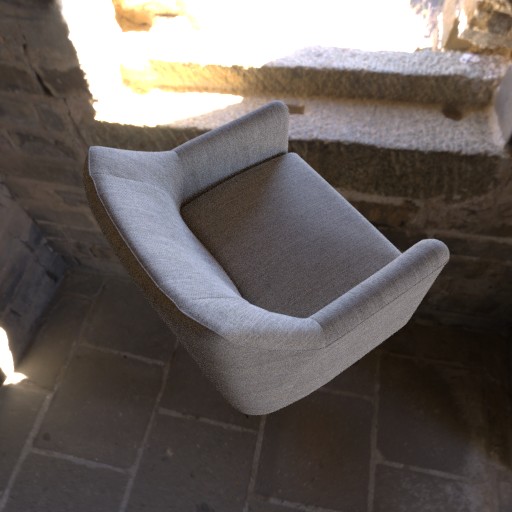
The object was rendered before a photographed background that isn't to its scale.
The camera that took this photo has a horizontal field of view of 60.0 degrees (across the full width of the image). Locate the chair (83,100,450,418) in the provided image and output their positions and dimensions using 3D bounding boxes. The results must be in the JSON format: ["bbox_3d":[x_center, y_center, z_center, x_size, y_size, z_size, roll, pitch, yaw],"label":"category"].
[{"bbox_3d":[0.000,0.000,1.382,0.758,0.761,0.796,-30,62,-18],"label":"chair"}]
